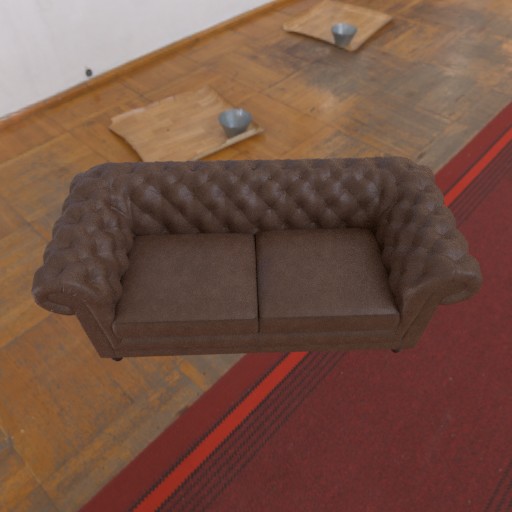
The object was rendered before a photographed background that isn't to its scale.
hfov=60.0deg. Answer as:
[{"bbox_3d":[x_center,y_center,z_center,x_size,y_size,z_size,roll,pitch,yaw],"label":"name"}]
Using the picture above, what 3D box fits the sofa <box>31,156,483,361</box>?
[{"bbox_3d":[0.000,0.000,2.488,2.048,0.784,0.955,-1,48,-1],"label":"sofa"}]
